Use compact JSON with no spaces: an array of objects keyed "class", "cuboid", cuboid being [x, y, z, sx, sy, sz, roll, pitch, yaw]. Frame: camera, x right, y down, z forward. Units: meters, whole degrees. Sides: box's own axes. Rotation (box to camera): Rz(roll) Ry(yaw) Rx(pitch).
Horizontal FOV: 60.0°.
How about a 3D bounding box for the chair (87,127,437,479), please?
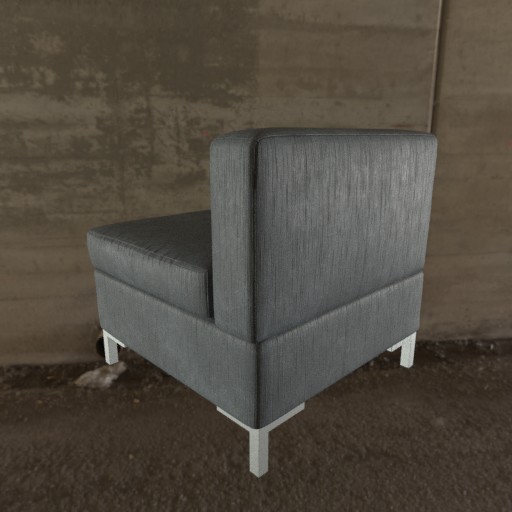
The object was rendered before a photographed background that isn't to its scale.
[{"class":"chair","cuboid":[0.000,0.000,1.200,0.680,0.660,0.680,-14,21,-42]}]
